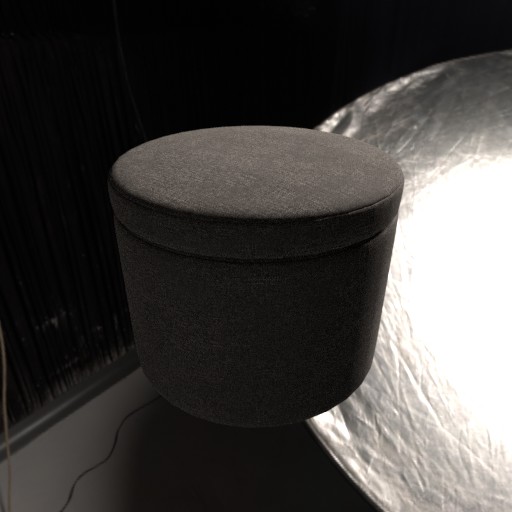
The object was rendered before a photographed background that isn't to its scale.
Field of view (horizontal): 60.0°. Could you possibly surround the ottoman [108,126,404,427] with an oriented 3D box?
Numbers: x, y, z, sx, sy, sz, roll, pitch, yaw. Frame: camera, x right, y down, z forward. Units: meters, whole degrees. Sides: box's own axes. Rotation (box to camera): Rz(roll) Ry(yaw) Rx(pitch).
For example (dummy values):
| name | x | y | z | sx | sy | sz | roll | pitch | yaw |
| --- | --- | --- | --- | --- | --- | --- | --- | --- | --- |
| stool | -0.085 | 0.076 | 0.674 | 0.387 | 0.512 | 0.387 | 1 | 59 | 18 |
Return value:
| name | x | y | z | sx | sy | sz | roll | pitch | yaw |
| --- | --- | --- | --- | --- | --- | --- | --- | --- | --- |
| ottoman | 0.000 | 0.000 | 0.864 | 0.500 | 0.419 | 0.500 | 0 | 30 | 0 |
